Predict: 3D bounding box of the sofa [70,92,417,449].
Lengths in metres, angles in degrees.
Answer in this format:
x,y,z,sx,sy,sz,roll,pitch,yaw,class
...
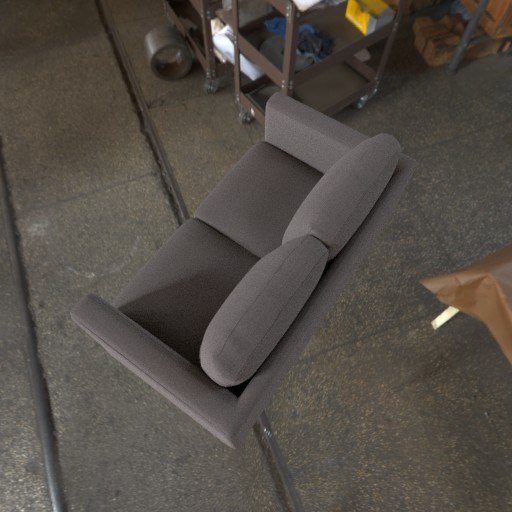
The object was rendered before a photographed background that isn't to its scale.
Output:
x,y,z,sx,sy,sz,roll,pitch,yaw,class
0.000,0.000,2.040,0.796,0.908,1.430,32,67,15,sofa
